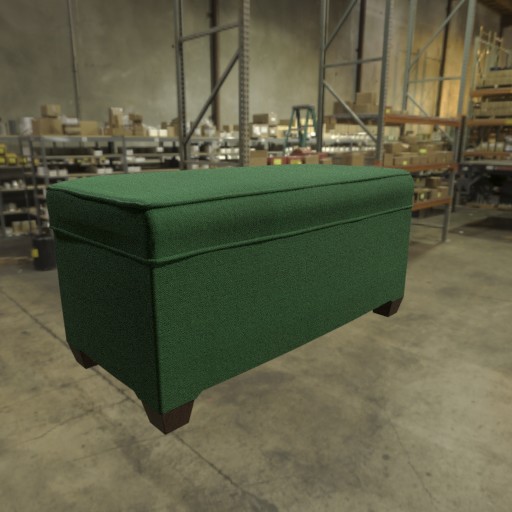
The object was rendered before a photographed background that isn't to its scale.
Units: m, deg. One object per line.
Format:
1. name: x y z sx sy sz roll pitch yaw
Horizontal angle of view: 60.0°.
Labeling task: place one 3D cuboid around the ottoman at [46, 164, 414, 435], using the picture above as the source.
1. ottoman: 0.000 0.000 1.233 0.957 0.471 0.483 -14 20 -42
